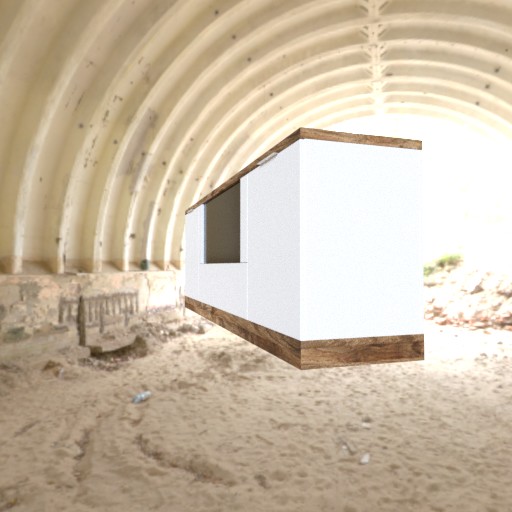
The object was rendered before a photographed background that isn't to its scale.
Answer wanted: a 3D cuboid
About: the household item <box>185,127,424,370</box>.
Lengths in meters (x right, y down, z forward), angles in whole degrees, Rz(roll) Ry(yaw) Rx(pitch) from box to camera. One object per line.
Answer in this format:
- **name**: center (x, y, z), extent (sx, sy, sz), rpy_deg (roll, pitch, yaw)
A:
- **household item**: center (0.000, 0.000, 2.030), extent (0.390, 0.615, 1.800), rpy_deg (0, -1, -18)
